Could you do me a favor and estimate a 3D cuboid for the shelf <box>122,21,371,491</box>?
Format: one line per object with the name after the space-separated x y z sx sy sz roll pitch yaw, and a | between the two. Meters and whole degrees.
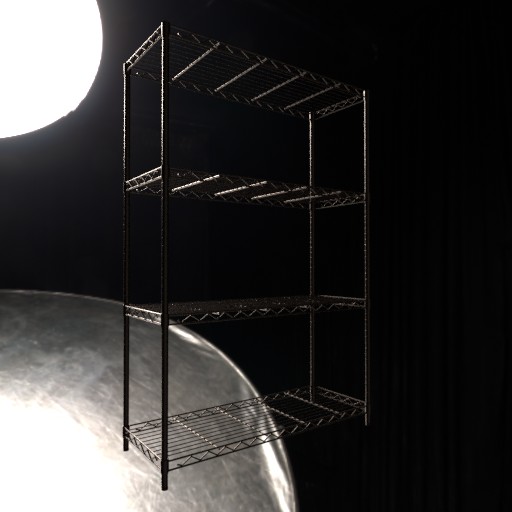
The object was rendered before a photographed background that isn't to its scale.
0.000 0.000 1.681 0.907 1.361 0.352 1 -1 -35 | shelf
